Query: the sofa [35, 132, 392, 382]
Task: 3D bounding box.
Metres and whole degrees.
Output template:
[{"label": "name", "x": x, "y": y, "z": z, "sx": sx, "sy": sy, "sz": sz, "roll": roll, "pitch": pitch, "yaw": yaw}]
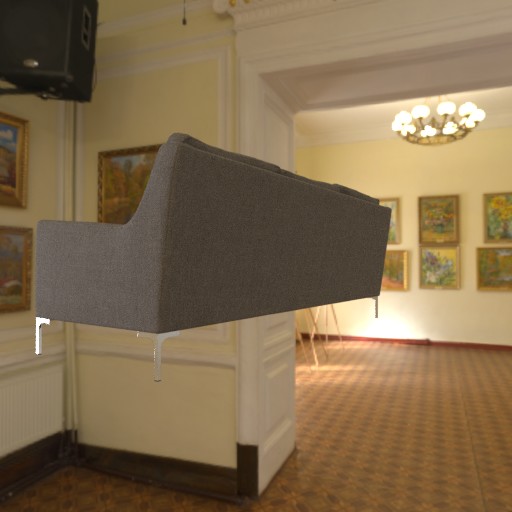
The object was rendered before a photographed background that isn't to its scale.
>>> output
[{"label": "sofa", "x": 0.000, "y": 0.000, "z": 2.436, "sx": 0.849, "sy": 0.837, "sz": 2.060, "roll": -1, "pitch": -1, "yaw": 35}]
